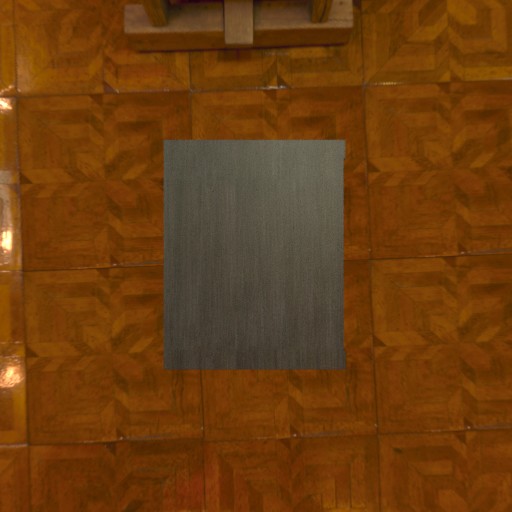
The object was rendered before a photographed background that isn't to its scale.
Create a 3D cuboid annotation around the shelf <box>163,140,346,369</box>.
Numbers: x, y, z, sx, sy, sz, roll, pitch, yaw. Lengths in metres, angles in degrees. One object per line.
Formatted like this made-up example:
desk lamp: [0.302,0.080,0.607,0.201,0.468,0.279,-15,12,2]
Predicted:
shelf: [0.000,0.000,1.989,0.472,1.727,0.584,0,90,0]
